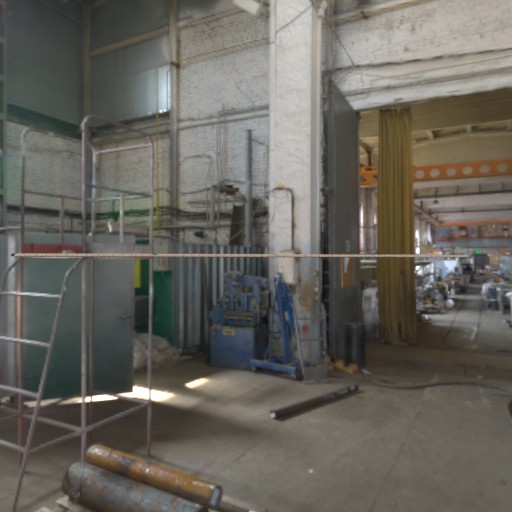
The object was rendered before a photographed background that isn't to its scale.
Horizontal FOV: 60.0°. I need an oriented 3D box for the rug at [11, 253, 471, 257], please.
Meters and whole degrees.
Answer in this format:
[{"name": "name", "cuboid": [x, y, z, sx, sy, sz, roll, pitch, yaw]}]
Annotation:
[{"name": "rug", "cuboid": [0.000, 0.000, 2.621, 2.438, 0.012, 0.762, 0, 0, -17]}]
